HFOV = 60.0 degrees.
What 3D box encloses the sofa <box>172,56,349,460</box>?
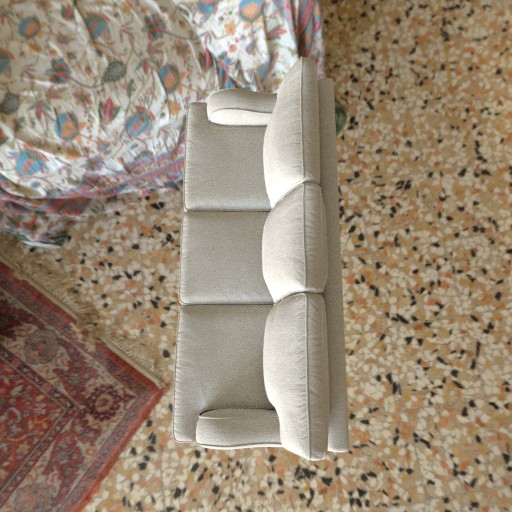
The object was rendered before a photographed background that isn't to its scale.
[{"bbox_3d":[0.000,0.000,2.901,1.016,0.991,2.323,0,76,0],"label":"sofa"}]
